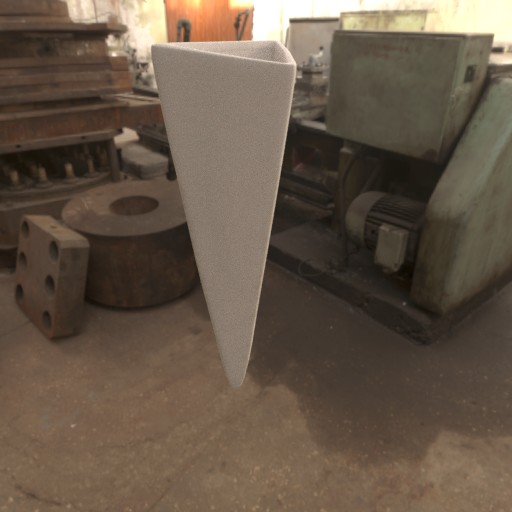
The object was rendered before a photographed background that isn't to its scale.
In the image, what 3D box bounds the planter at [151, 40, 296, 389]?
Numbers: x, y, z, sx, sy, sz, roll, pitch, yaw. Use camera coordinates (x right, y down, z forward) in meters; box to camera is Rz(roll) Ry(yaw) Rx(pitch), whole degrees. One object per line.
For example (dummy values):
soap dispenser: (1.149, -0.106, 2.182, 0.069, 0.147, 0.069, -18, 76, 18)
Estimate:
planter: (0.000, 0.000, 0.389, 0.065, 0.338, 0.143, 18, 32, 32)
